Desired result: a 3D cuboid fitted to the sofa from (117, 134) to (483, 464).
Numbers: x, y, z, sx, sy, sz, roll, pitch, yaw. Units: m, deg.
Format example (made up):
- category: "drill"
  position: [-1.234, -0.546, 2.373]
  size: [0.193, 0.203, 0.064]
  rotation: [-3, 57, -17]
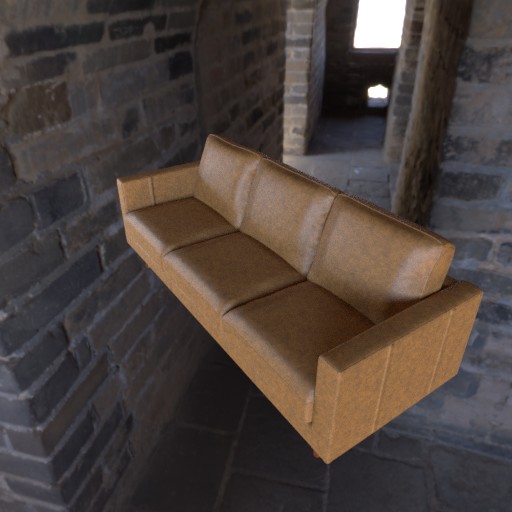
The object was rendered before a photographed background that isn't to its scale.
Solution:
- category: "sofa"
  position: [0.000, 0.000, 2.625]
  size: [0.903, 0.930, 2.231]
  rotation: [-20, 36, -29]
